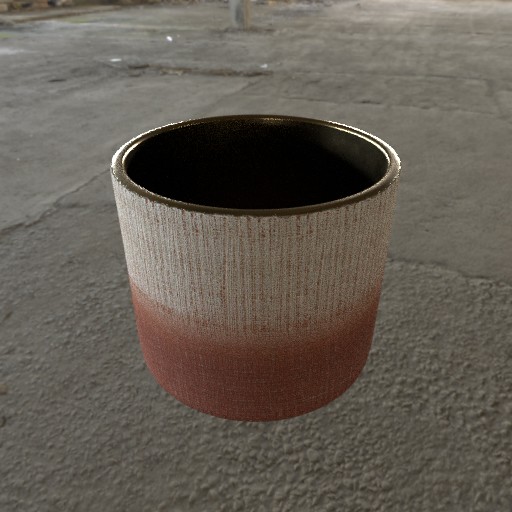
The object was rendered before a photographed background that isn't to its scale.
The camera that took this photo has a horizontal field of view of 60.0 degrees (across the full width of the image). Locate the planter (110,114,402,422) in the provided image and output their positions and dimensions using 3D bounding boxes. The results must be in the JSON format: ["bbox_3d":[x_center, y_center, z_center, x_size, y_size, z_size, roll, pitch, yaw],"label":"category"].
[{"bbox_3d":[0.000,0.000,0.451,0.254,0.221,0.254,0,33,0],"label":"planter"}]
